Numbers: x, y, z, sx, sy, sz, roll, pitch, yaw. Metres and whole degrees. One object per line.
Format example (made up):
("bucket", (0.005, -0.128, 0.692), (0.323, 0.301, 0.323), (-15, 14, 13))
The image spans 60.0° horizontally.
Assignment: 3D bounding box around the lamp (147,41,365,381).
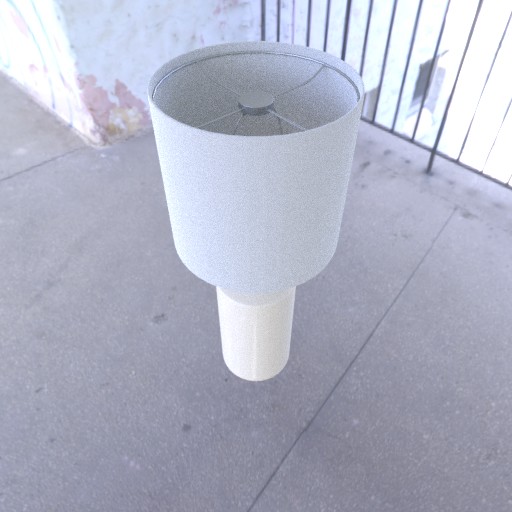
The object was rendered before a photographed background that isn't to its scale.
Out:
("lamp", (0.000, 0.000, 0.613), (0.212, 0.493, 0.212), (-32, 54, -27))
